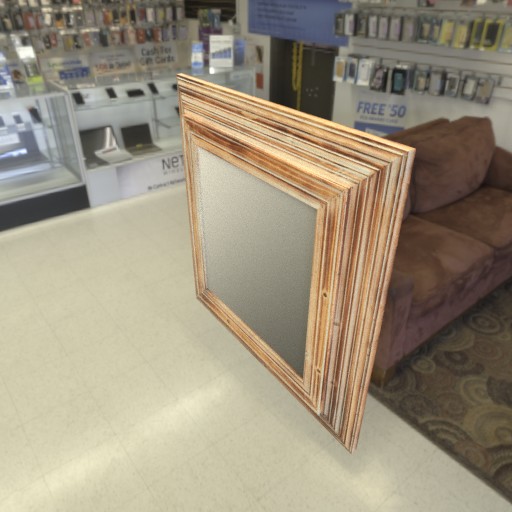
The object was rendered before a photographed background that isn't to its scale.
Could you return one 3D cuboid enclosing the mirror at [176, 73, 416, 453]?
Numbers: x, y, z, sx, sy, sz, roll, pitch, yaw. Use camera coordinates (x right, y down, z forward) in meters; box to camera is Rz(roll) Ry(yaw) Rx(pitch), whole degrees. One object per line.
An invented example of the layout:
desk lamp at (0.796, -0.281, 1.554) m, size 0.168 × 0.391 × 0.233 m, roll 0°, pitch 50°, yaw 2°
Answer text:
mirror at (0.000, 0.000, 1.196) m, size 0.061 × 0.804 × 0.804 m, roll -21°, pitch 38°, yaw -30°
